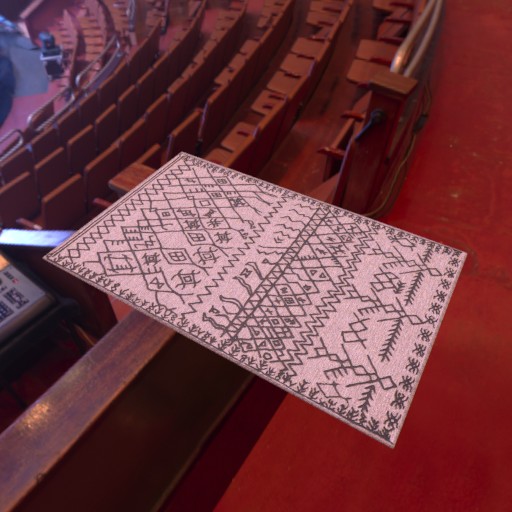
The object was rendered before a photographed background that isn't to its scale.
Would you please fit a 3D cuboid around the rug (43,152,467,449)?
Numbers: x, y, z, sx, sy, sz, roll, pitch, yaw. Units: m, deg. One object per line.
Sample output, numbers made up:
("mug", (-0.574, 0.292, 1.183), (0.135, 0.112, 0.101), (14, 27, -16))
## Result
("rug", (0.000, 0.000, 3.002), (2.444, 0.012, 1.526), (23, 50, 21))
